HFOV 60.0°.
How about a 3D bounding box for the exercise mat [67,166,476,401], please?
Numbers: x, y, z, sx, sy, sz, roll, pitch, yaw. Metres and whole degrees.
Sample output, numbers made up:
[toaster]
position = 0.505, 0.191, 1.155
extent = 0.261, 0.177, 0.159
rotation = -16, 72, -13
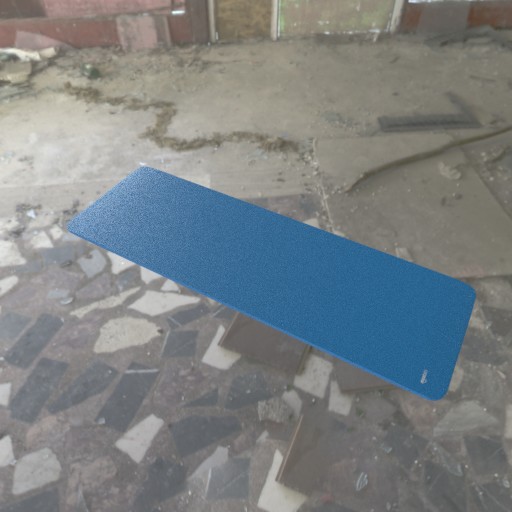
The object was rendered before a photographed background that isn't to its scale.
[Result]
[exercise mat]
position = 0.000, 0.000, 2.056
extent = 1.869, 0.021, 0.616
rotation = 22, 50, 20
